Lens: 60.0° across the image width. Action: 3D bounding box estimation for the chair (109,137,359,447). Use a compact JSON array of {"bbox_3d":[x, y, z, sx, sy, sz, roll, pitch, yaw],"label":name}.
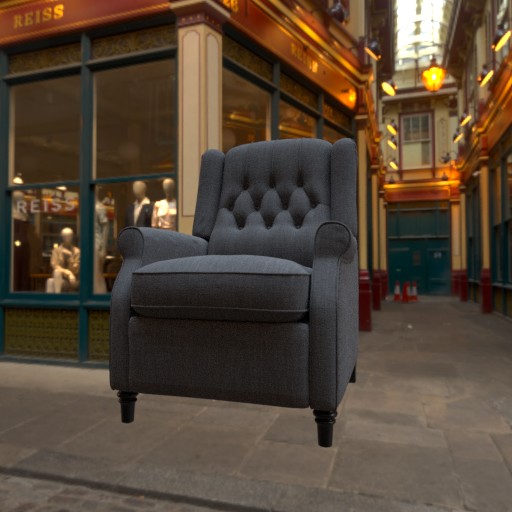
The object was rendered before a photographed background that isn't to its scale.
[{"bbox_3d":[0.000,0.000,1.624,0.742,1.035,0.898,0,-1,17],"label":"chair"}]
